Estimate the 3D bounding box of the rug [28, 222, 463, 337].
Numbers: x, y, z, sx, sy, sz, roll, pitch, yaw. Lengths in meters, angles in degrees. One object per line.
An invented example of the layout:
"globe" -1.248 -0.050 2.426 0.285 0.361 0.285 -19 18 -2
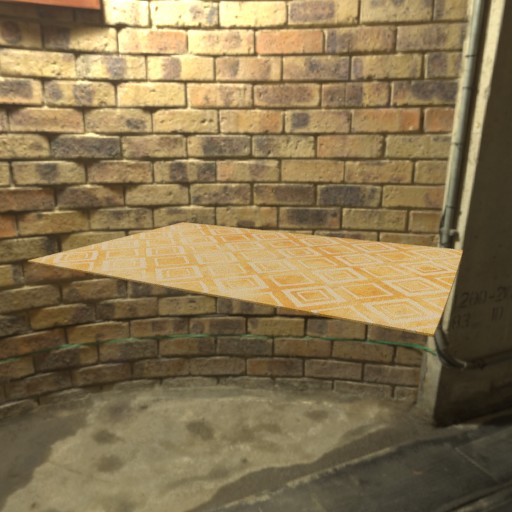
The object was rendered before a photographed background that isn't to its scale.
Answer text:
"rug" 0.000 0.000 2.223 1.829 0.010 1.213 7 16 27
